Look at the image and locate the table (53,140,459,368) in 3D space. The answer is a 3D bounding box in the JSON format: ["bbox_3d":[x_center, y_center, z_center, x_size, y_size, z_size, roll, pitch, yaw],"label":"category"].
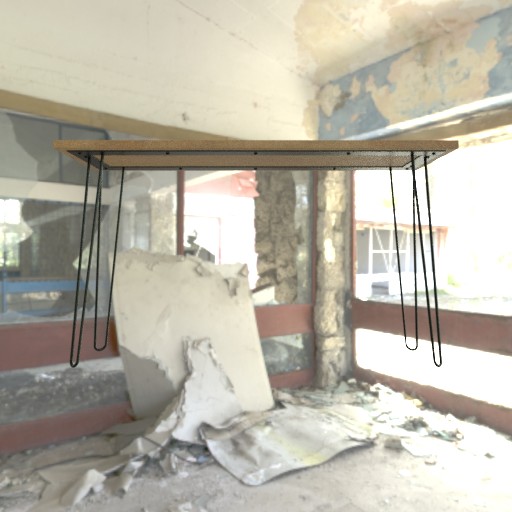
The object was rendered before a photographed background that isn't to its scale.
[{"bbox_3d":[0.000,0.000,1.727,1.400,0.799,0.399,0,0,0],"label":"table"}]
